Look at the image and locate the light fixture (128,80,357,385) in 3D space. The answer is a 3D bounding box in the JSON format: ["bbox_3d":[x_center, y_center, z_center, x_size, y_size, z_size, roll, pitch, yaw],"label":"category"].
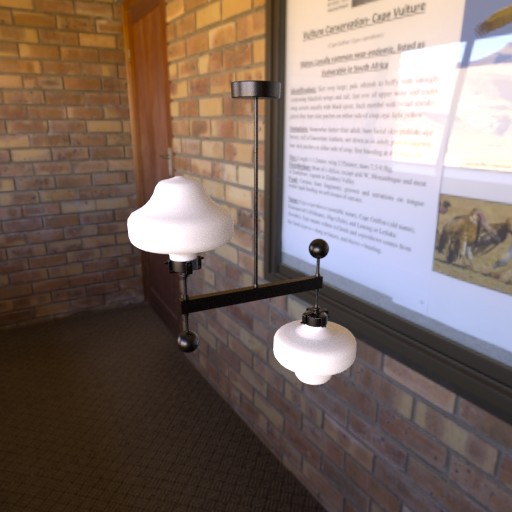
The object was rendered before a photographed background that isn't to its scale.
[{"bbox_3d":[0.000,0.000,1.017,0.422,0.743,0.489,8,18,25],"label":"light fixture"}]
